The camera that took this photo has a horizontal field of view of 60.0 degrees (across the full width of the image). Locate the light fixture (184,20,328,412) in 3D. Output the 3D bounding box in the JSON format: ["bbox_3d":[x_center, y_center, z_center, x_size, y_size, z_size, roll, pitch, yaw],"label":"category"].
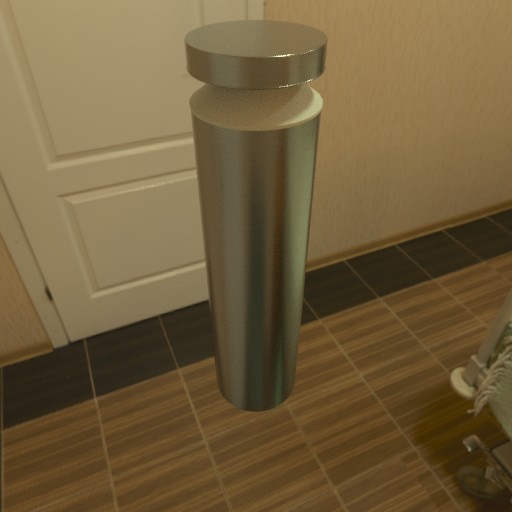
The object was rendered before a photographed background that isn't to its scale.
[{"bbox_3d":[0.000,0.000,0.438,0.102,0.400,0.102,26,46,27],"label":"light fixture"}]
